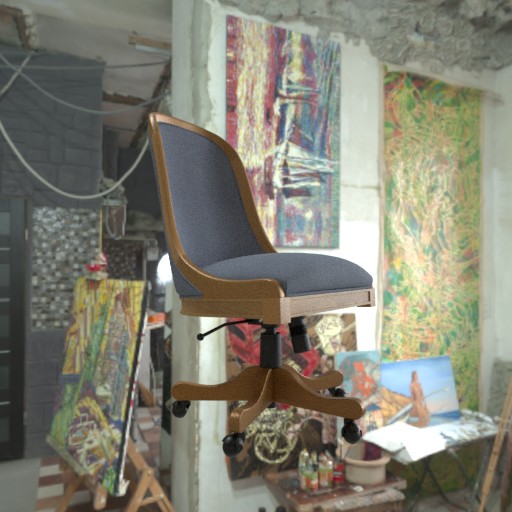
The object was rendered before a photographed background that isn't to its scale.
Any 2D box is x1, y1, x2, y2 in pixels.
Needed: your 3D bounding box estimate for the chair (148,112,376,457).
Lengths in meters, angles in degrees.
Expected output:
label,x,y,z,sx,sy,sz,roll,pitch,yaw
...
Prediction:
label,x,y,z,sx,sy,sz,roll,pitch,yaw
chair,0.000,0.000,1.435,0.735,1.031,0.605,-1,-2,37
